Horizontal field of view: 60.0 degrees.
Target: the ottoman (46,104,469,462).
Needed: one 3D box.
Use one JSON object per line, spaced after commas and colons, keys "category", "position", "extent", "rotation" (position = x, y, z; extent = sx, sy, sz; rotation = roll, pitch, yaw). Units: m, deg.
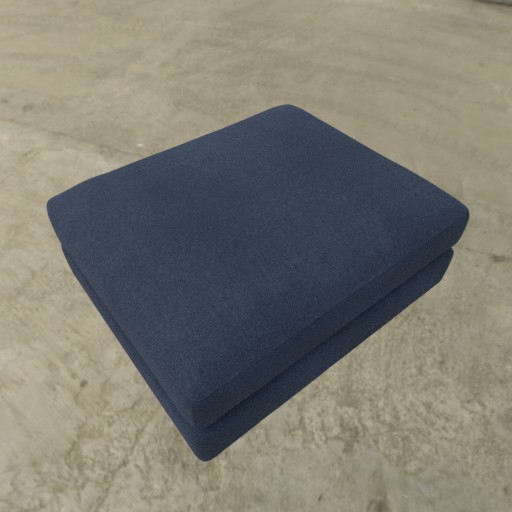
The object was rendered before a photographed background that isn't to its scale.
{"category": "ottoman", "position": [0.000, 0.000, 1.207], "extent": [0.821, 0.474, 0.693], "rotation": [-30, 53, -25]}
